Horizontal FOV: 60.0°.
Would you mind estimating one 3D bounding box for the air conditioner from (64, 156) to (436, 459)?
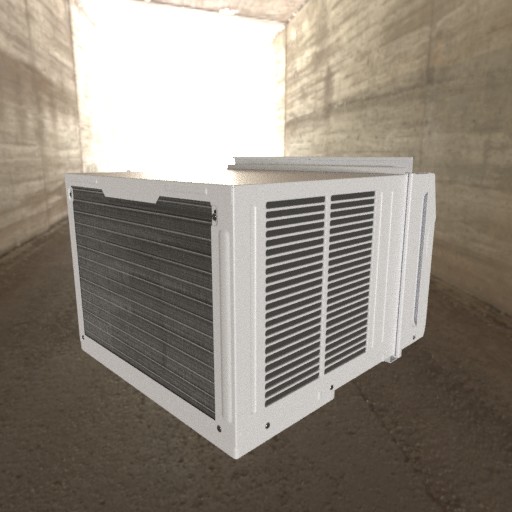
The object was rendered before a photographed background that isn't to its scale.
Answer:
[{"bbox_3d":[0.000,0.000,0.889,0.546,0.388,0.503,-12,18,-43],"label":"air conditioner"}]
